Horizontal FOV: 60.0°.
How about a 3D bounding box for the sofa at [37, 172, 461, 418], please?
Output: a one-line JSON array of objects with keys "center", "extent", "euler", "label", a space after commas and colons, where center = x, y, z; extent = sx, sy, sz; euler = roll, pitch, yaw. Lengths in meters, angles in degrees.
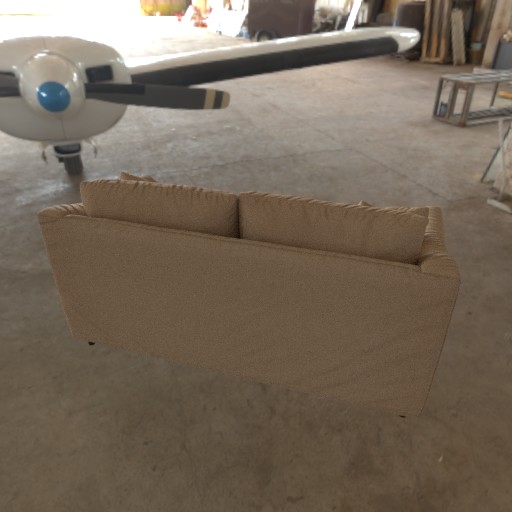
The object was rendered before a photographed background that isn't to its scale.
[{"center": [0.000, 0.000, 2.567], "extent": [2.010, 1.018, 1.072], "euler": [9, 32, 15], "label": "sofa"}]
